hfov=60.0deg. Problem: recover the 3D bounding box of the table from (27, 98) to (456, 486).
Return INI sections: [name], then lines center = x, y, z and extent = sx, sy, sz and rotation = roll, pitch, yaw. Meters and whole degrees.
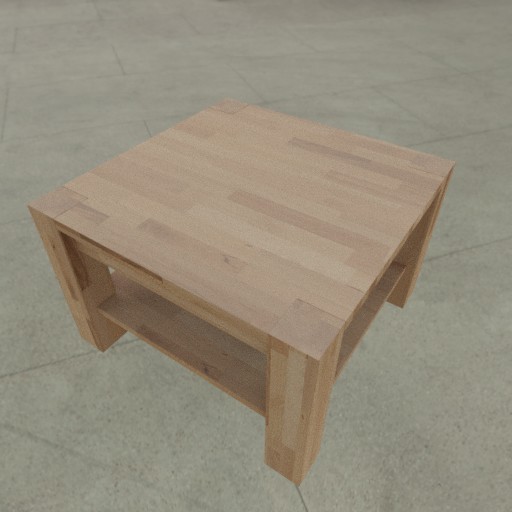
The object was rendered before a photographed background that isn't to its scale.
[table]
center = 0.000, 0.000, 1.156
extent = 0.700, 0.451, 0.700
rotation = 24, 47, 25
